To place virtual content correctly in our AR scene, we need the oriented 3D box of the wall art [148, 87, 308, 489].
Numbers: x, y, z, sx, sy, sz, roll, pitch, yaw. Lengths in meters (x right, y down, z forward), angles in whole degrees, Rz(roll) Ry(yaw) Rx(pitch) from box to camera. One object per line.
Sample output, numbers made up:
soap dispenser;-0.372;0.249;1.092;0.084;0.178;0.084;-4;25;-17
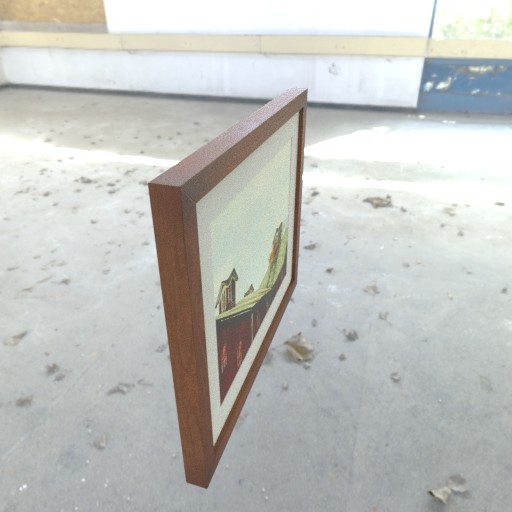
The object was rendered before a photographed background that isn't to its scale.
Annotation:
wall art;0.000;0.000;0.754;0.033;0.457;0.558;9;31;15
